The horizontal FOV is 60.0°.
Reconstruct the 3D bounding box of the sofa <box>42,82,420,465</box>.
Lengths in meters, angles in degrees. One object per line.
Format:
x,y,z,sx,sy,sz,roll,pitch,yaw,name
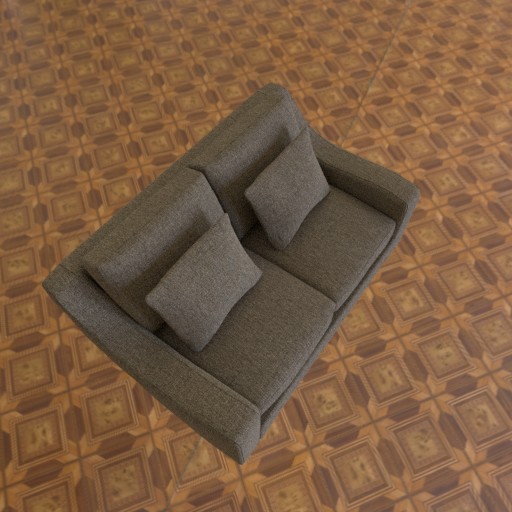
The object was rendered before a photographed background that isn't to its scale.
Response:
0.000,0.000,2.441,1.120,0.991,1.778,33,64,18,sofa
